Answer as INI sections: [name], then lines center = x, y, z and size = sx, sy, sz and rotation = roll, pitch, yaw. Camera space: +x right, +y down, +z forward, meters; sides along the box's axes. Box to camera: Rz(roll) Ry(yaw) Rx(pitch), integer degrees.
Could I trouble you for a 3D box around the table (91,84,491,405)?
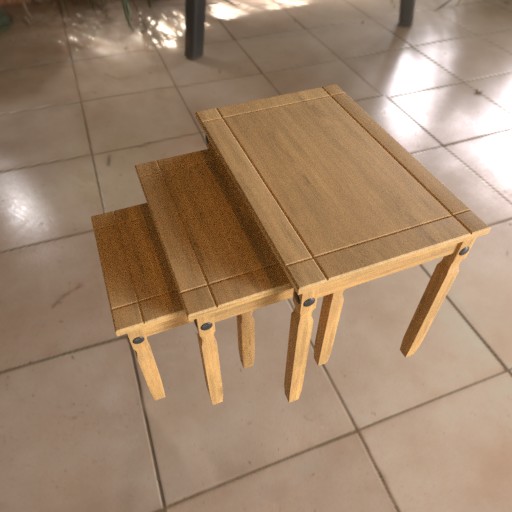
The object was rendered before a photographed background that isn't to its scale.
[table]
center = 0.000, 0.000, 1.213
size = 0.773, 0.535, 0.660
rotation = -16, 50, -14
